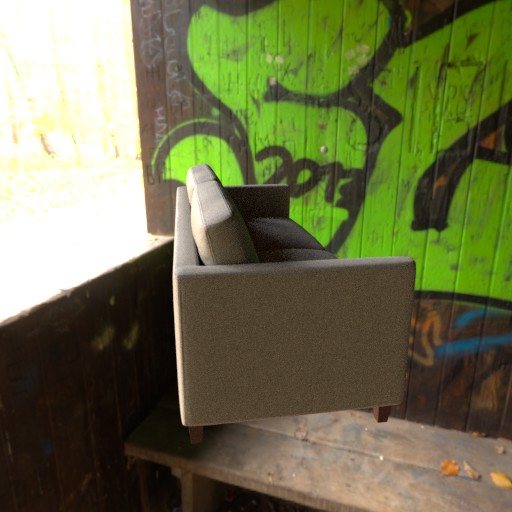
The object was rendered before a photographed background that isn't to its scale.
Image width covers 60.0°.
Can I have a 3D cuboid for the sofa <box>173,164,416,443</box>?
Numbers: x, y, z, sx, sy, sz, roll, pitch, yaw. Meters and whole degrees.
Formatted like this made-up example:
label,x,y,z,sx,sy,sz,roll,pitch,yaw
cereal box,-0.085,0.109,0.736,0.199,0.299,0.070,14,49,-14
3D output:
label,x,y,z,sx,sy,sz,roll,pitch,yaw
sofa,0.000,0.000,2.711,0.956,0.963,2.208,-3,17,-9
